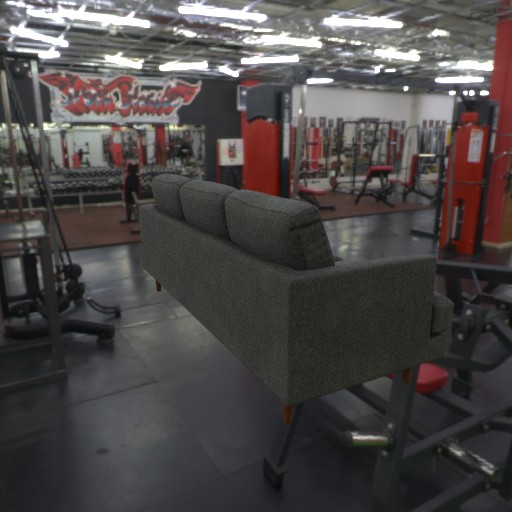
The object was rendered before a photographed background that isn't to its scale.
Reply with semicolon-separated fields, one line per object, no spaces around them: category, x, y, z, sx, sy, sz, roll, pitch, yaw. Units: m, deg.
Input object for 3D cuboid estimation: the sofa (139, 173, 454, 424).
sofa;0.000;0.000;2.765;0.903;0.930;2.246;-8;16;-27
